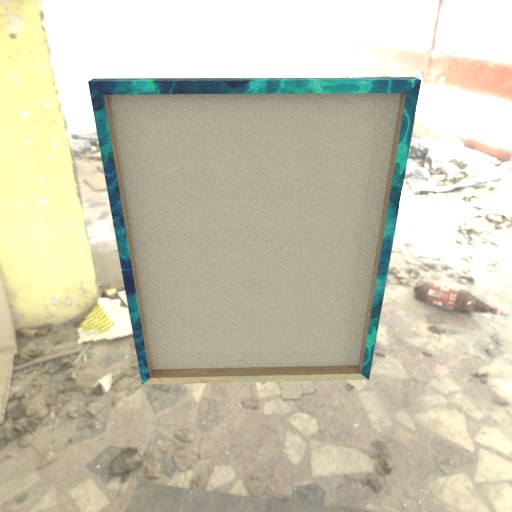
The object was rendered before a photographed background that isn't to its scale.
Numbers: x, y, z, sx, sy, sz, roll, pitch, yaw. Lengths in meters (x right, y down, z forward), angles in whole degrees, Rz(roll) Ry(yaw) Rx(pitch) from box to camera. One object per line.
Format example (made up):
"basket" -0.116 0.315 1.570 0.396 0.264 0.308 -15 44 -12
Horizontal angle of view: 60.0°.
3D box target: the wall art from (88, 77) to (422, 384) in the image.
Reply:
"wall art" 0.000 0.000 1.014 0.609 0.760 0.038 -1 30 -1
